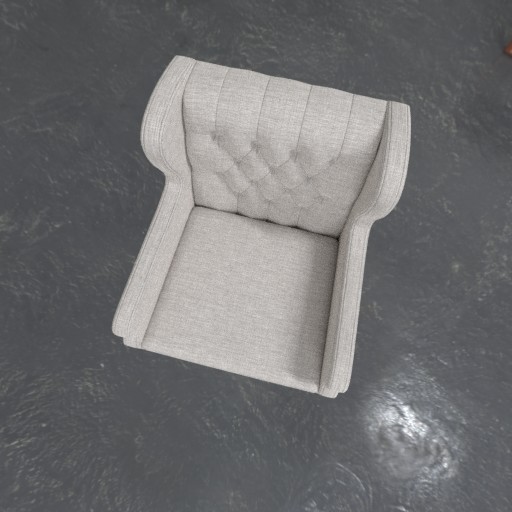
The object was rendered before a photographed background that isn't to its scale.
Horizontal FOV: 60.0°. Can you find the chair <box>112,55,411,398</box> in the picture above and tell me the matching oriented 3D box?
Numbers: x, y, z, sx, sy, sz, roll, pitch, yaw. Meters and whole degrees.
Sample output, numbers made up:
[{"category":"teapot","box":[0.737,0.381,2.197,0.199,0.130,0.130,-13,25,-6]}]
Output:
[{"category":"chair","box":[0.000,0.000,1.460,0.710,0.930,0.760,13,76,3]}]
